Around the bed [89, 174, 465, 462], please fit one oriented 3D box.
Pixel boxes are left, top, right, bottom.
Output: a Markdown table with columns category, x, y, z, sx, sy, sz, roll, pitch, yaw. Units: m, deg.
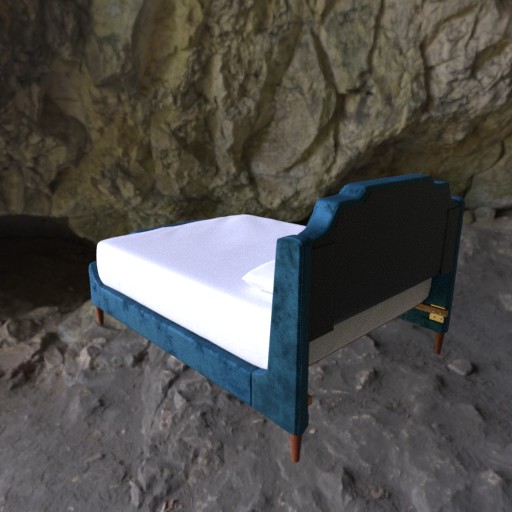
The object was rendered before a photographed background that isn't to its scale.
| category | x | y | z | sx | sy | sz | roll | pitch | yaw |
| --- | --- | --- | --- | --- | --- | --- | --- | --- | --- |
| bed | 0.000 | 0.000 | 3.335 | 1.678 | 1.338 | 2.322 | -15 | 22 | -41 |
